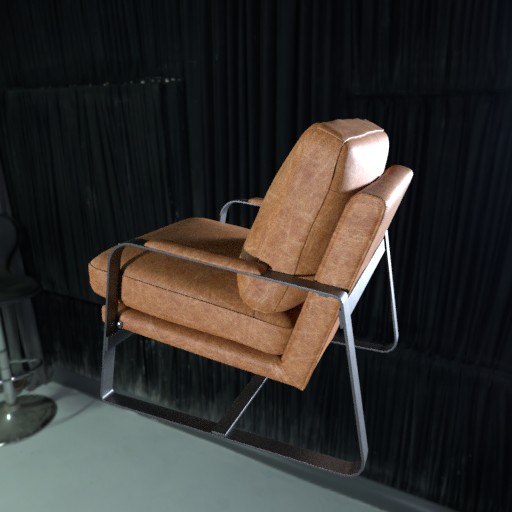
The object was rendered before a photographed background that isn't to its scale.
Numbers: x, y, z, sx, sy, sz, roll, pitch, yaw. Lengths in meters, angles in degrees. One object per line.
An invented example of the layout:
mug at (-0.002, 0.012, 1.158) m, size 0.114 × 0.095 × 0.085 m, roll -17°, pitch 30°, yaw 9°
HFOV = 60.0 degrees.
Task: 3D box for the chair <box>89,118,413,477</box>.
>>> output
chair at (0.000, 0.000, 1.310) m, size 0.801 × 0.777 × 0.651 m, roll 7°, pitch 19°, yaw 22°
